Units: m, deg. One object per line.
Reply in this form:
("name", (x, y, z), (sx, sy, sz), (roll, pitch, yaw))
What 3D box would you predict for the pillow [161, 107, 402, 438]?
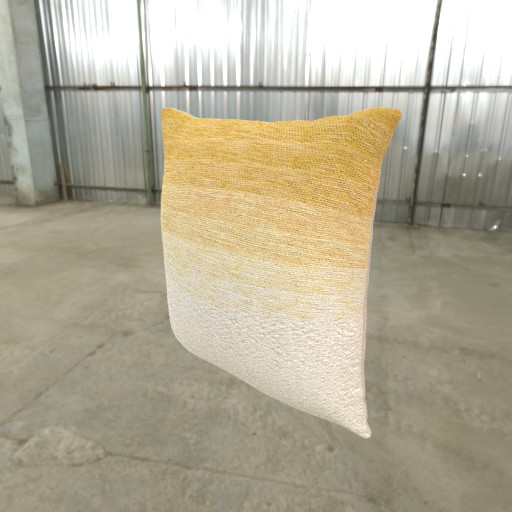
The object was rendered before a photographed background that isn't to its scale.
("pillow", (0.000, 0.000, 0.706), (0.450, 0.450, 0.211), (16, 24, 41))
